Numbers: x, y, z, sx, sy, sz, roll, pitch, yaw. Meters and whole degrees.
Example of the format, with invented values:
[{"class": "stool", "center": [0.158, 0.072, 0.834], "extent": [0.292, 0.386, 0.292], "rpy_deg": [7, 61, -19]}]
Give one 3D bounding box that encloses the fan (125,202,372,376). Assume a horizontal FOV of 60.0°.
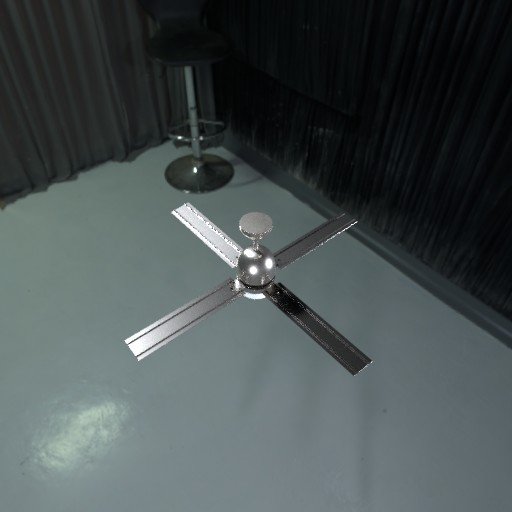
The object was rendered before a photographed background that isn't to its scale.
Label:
[{"class": "fan", "center": [0.000, 0.000, 2.055], "extent": [1.346, 0.406, 1.346], "rpy_deg": [-32, 53, -28]}]
